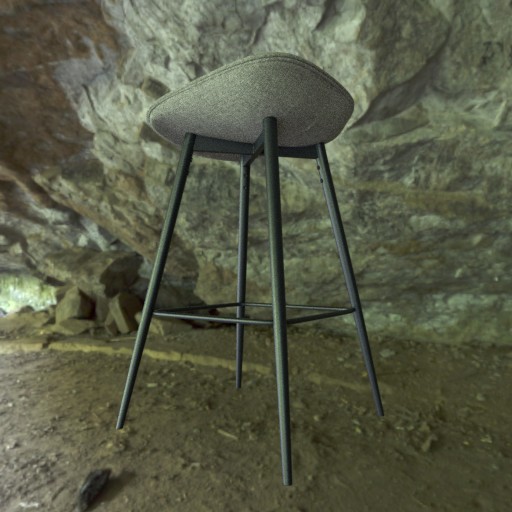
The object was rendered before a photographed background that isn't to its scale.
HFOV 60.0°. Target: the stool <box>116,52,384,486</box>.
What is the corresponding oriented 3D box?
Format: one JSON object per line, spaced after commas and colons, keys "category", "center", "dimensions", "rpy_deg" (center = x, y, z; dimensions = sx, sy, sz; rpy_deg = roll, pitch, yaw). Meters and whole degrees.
{"category": "stool", "center": [0.000, 0.000, 1.103], "dimensions": [0.480, 0.814, 0.469], "rpy_deg": [-1, -2, 36]}
